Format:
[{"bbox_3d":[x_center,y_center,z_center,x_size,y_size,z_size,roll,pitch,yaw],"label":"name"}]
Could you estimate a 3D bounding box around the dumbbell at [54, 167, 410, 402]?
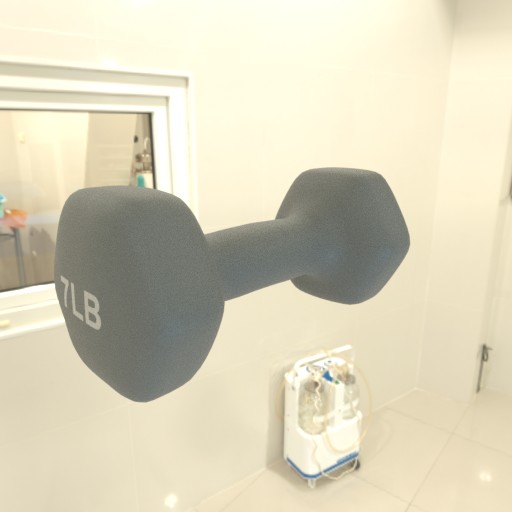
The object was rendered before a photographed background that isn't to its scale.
[{"bbox_3d":[0.000,0.000,0.226,0.184,0.081,0.090,-14,21,-42],"label":"dumbbell"}]
